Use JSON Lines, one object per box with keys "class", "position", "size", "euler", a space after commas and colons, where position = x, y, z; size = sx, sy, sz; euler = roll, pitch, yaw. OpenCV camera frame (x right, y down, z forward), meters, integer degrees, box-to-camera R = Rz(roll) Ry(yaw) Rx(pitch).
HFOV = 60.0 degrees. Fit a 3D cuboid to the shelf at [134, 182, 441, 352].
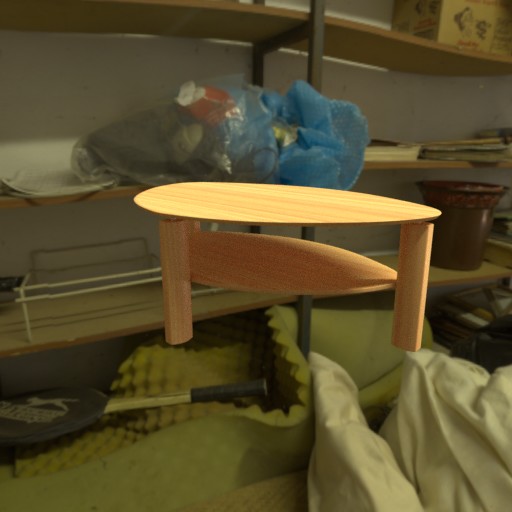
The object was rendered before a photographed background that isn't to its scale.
{"class": "shelf", "position": [0.000, 0.000, 1.682], "size": [1.246, 0.440, 0.845], "euler": [15, 21, 43]}
